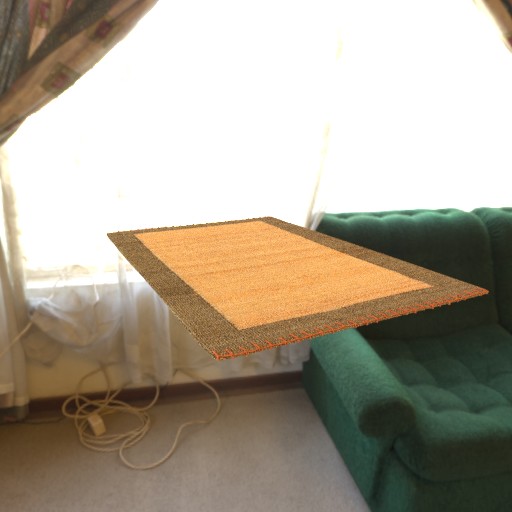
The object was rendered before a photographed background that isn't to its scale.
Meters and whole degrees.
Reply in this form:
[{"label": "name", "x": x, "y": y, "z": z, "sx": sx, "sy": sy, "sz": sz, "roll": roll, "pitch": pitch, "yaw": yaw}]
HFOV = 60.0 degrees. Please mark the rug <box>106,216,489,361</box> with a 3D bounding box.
[{"label": "rug", "x": 0.000, "y": 0.000, "z": 2.305, "sx": 1.220, "sy": 0.019, "sz": 1.838, "roll": -8, "pitch": 18, "yaw": -26}]
